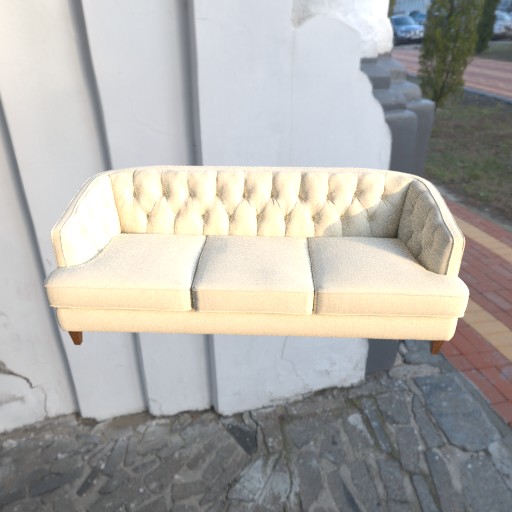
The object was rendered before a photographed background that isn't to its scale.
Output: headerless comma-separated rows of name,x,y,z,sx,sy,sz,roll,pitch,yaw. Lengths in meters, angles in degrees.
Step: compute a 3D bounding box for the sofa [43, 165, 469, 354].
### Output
sofa,0.000,0.000,2.730,2.278,0.855,0.941,1,29,2
